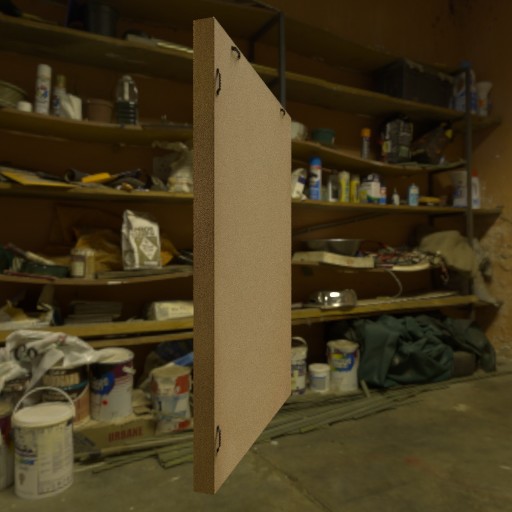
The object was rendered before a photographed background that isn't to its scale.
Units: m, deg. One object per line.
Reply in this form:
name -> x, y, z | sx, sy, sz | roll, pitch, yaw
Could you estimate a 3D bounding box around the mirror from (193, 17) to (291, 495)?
mirror -> 0.000, 0.000, 0.904 | 0.039, 0.710, 0.507 | 0, 0, 18
